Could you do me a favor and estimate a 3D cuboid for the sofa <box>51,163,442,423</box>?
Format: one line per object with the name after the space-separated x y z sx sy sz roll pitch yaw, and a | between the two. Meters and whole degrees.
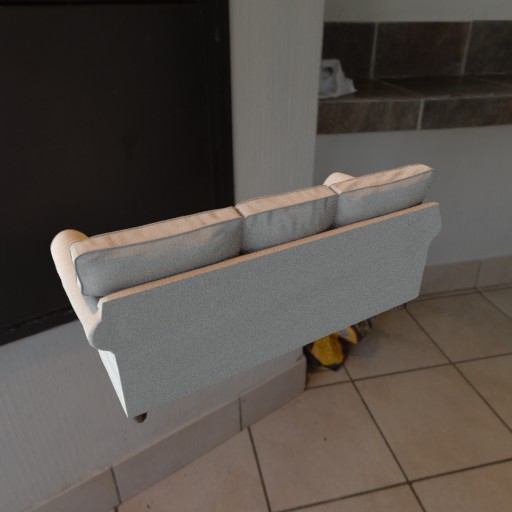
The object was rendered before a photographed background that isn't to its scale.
0.000 0.000 2.588 2.084 0.961 0.916 -16 33 -27 | sofa
